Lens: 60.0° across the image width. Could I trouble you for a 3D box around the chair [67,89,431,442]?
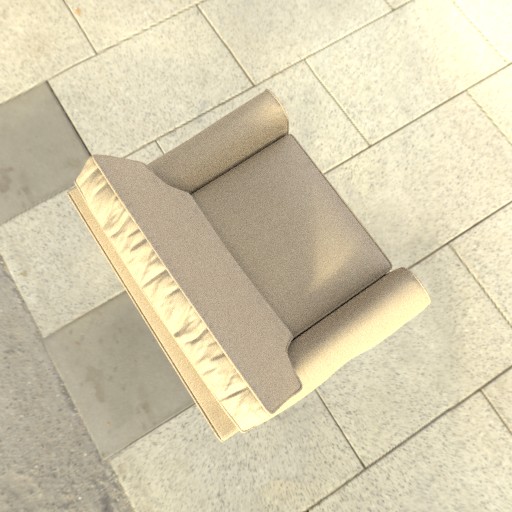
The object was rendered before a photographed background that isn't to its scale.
[{"bbox_3d":[0.000,0.000,1.773,0.903,0.937,1.096,-34,79,-8],"label":"chair"}]
